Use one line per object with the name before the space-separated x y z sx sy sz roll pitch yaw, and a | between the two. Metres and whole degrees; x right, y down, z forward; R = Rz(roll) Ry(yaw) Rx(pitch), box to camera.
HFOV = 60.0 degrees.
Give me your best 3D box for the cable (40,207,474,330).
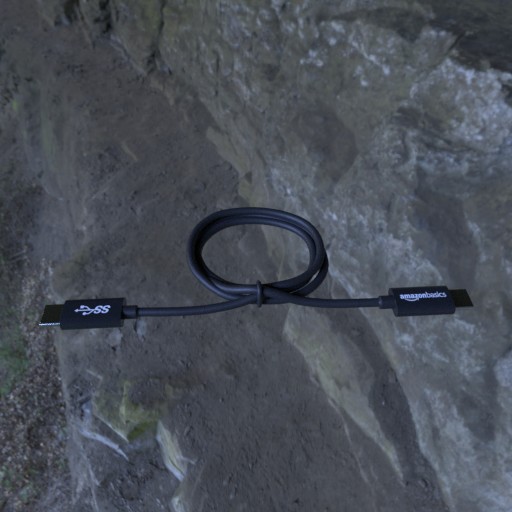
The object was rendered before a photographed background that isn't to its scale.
cable | 0.000 0.000 0.209 0.186 0.014 0.070 -2 48 -2
